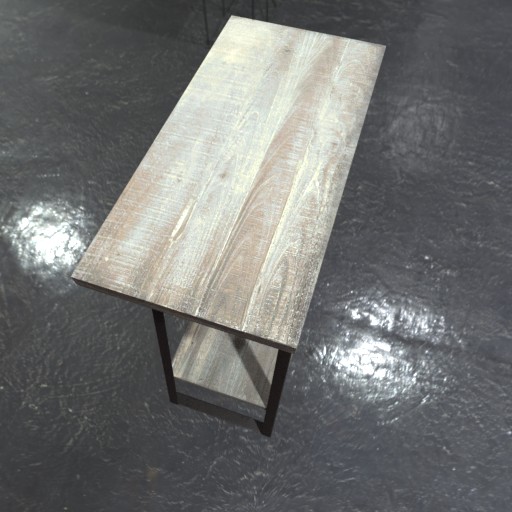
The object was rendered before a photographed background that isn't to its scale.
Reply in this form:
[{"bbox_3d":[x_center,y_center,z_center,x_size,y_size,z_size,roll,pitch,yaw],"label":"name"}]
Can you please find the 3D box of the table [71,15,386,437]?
[{"bbox_3d":[0.000,0.000,0.986,0.300,0.701,0.599,16,61,9],"label":"table"}]
